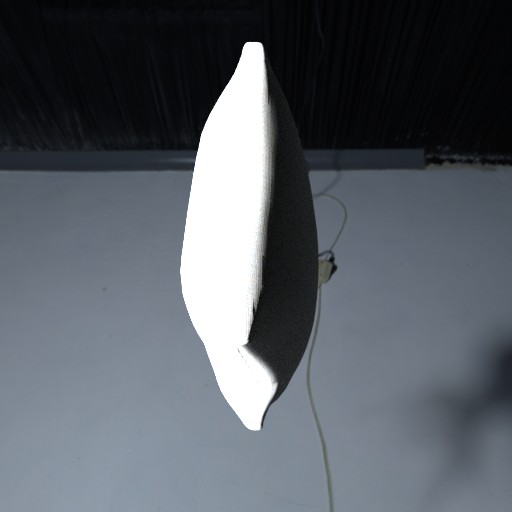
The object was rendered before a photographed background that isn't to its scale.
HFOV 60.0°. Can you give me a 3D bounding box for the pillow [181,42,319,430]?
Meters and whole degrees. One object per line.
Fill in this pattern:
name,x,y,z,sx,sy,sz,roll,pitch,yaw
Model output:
pillow,0.000,0.000,0.775,0.219,0.491,0.496,2,59,1
